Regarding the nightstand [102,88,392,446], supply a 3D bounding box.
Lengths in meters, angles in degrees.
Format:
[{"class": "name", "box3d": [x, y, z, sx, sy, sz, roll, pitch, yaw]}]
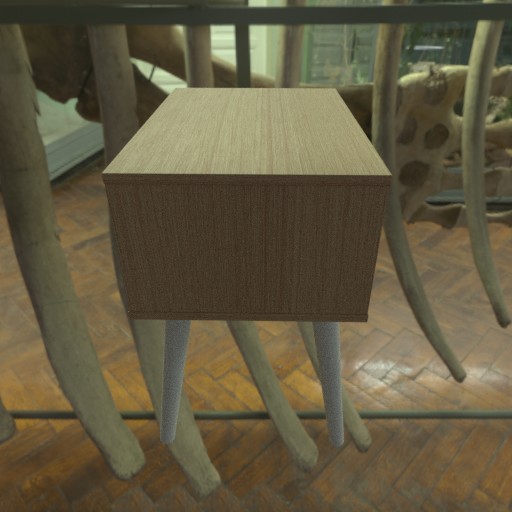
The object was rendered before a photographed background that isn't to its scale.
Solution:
[{"class": "nightstand", "box3d": [0.000, 0.000, 0.998, 0.407, 0.610, 0.571, 1, 32, 1]}]
